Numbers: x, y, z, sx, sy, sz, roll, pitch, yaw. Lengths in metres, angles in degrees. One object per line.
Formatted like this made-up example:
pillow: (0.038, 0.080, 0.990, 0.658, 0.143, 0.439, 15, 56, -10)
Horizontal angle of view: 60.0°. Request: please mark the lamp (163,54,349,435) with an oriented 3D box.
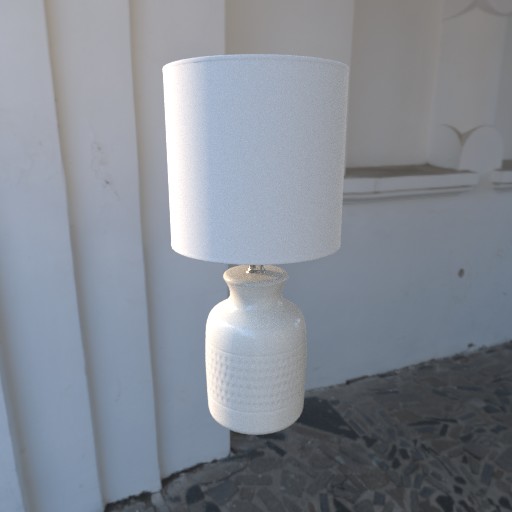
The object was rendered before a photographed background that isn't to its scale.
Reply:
lamp: (0.000, 0.000, 0.504, 0.188, 0.392, 0.188, -3, 15, -10)
